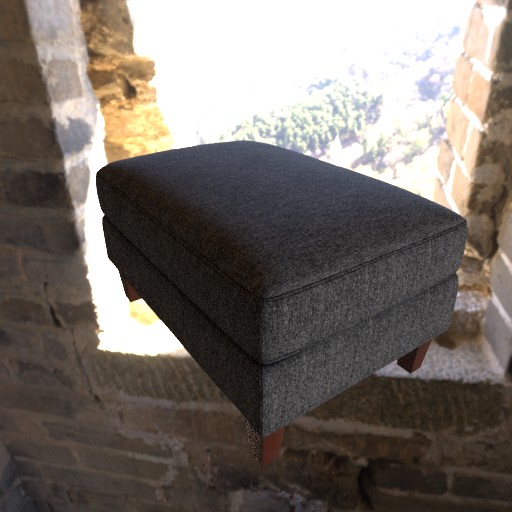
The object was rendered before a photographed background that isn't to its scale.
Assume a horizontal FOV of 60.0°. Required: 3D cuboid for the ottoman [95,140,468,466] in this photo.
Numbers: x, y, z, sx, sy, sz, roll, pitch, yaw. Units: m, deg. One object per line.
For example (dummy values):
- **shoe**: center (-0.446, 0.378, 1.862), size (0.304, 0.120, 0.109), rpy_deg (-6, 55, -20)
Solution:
- **ottoman**: center (0.000, 0.000, 1.195), size (0.584, 0.483, 0.864), rpy_deg (-18, 33, -31)
